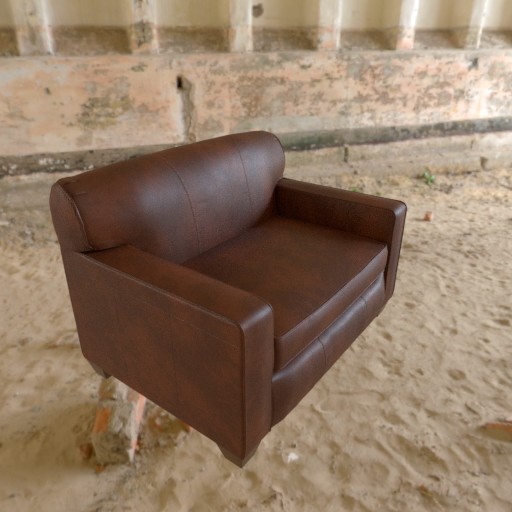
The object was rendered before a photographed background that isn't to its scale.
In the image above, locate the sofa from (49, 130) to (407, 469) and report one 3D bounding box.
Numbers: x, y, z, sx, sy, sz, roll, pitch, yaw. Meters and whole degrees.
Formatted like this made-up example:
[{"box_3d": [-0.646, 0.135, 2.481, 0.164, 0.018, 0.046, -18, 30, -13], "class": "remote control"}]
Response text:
[{"box_3d": [0.000, 0.000, 2.095, 1.000, 0.956, 1.413, 18, 31, 33], "class": "sofa"}]
